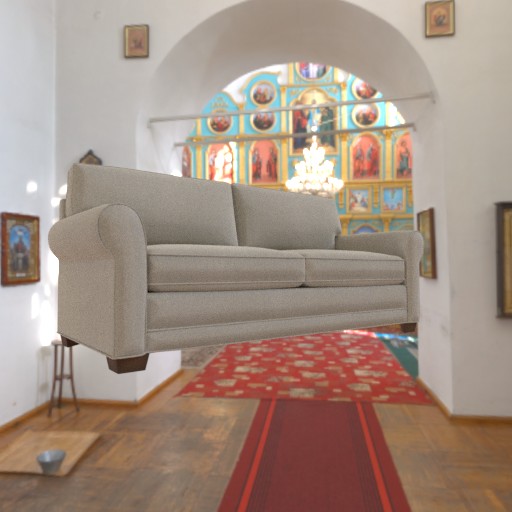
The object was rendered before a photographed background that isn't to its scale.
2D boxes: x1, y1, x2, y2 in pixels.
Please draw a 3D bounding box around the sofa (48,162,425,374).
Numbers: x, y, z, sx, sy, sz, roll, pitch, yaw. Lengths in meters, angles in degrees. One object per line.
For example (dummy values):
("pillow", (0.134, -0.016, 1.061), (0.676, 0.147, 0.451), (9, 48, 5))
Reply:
("sofa", (0.000, 0.000, 2.624), (2.146, 0.962, 0.901), (1, -2, -37))
